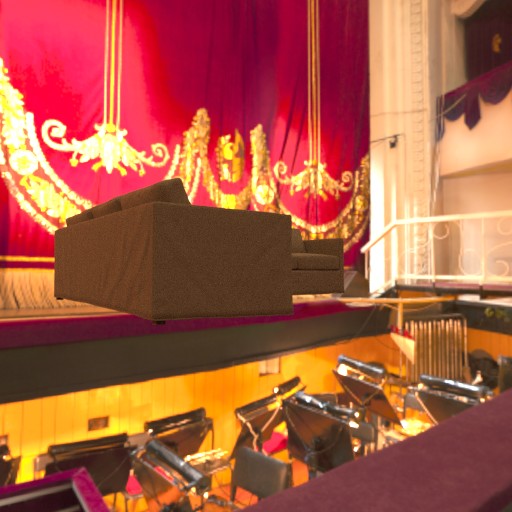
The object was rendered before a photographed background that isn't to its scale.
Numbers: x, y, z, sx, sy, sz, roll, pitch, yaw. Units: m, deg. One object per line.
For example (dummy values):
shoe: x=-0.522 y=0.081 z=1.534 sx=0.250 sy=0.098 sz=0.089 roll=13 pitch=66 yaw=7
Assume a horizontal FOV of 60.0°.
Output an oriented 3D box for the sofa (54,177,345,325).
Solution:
sofa: x=0.000 y=0.000 z=4.333 sx=3.182 sy=0.871 sz=2.432 roll=1 pitch=-2 yaw=-37
